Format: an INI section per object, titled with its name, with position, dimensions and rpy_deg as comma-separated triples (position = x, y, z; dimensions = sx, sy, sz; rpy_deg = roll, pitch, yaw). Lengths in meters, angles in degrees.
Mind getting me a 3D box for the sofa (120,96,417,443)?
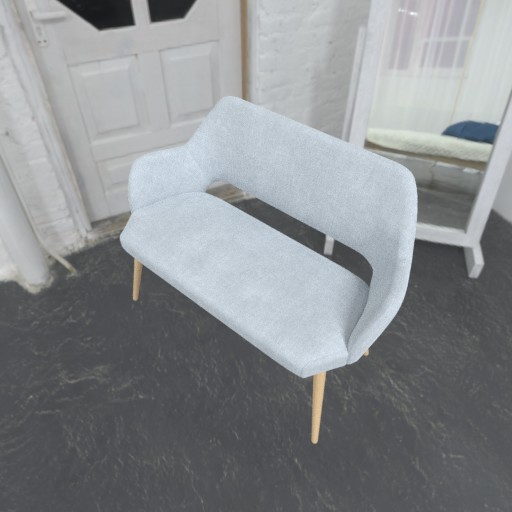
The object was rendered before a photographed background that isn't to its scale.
[sofa]
position = 0.000, 0.000, 1.691
dimensions = 1.150, 0.840, 0.610
rpy_deg = 31, 54, 27
